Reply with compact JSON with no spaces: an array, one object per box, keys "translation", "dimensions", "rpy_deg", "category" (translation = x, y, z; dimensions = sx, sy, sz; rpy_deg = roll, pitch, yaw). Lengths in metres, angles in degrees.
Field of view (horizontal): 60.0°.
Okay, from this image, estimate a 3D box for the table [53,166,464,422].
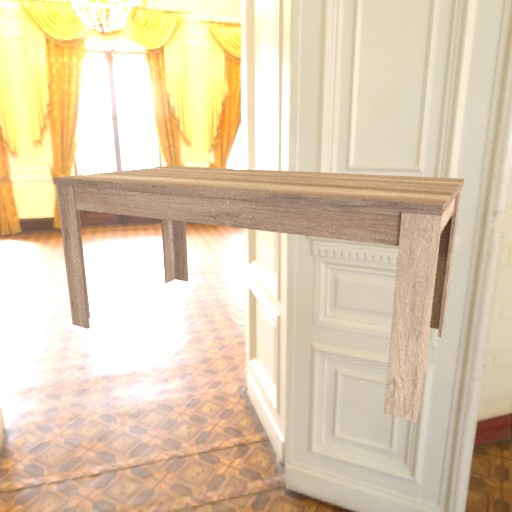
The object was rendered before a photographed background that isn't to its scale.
[{"translation":[0.000,0.000,2.273],"dimensions":[1.800,0.790,0.900],"rpy_deg":[8,18,27],"category":"table"}]
